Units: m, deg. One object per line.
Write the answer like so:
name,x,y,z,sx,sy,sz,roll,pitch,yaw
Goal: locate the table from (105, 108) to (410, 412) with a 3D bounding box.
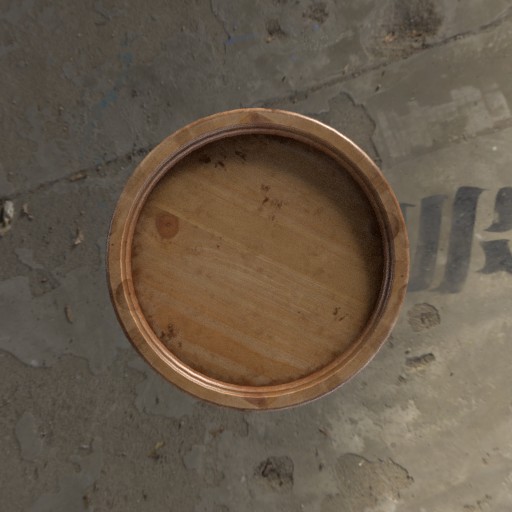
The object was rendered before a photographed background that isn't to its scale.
table,0.000,0.000,0.922,0.414,0.664,0.418,0,90,-1
